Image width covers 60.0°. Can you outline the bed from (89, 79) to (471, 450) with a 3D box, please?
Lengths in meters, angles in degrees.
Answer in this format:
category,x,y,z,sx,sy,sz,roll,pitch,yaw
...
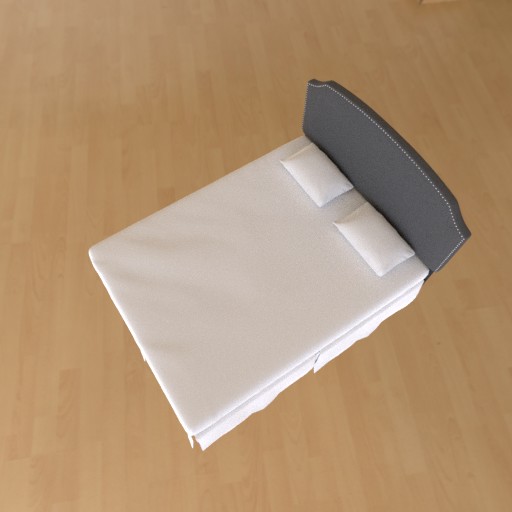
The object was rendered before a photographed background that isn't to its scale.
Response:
category,x,y,z,sx,sy,sz,roll,pitch,yaw
bed,0.000,0.000,2.990,1.999,1.270,1.558,-31,67,-14
